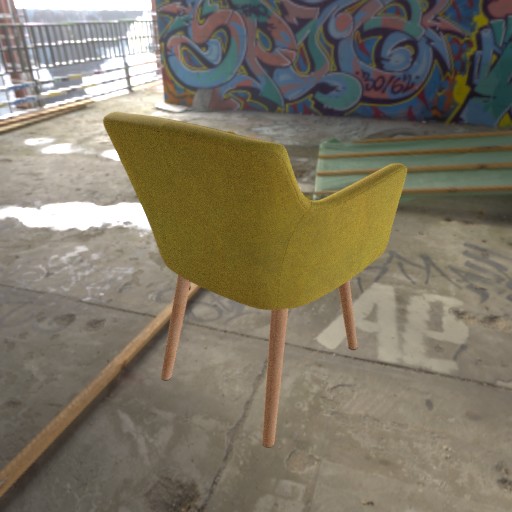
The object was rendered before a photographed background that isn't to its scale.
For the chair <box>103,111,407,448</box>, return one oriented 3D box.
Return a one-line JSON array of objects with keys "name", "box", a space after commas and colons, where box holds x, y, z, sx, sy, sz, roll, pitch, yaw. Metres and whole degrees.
[{"name": "chair", "box": [0.000, 0.000, 1.168, 0.570, 0.780, 0.570, 21, 35, 32]}]
